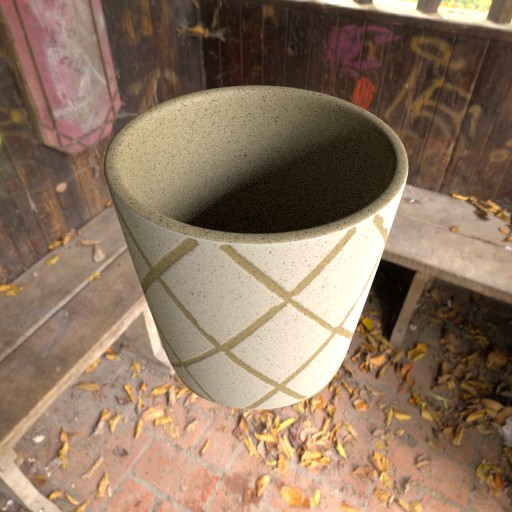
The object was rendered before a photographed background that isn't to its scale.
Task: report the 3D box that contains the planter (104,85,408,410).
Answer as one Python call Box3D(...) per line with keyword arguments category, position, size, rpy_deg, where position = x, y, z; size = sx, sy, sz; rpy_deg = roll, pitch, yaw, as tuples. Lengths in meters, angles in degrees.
Box3D(category="planter", position=(0.000, 0.000, 0.420), size=(0.228, 0.235, 0.228), rpy_deg=(0, 43, 0))
